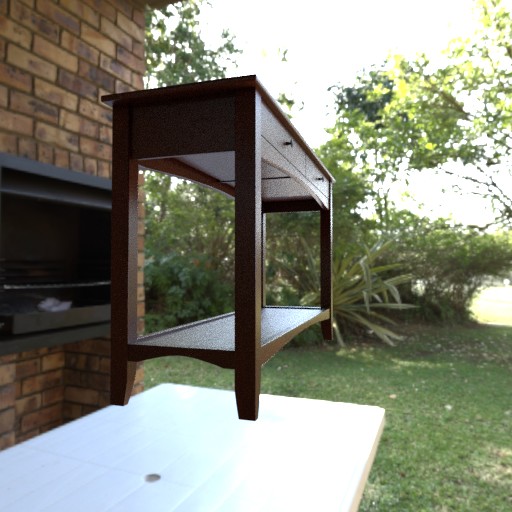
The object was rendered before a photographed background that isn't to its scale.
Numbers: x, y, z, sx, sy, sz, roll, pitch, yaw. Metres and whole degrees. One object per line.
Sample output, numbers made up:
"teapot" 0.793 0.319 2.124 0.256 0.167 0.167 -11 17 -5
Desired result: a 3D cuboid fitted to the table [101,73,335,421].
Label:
"table" 0.000 0.000 1.549 0.392 0.739 1.188 -1 -2 18
